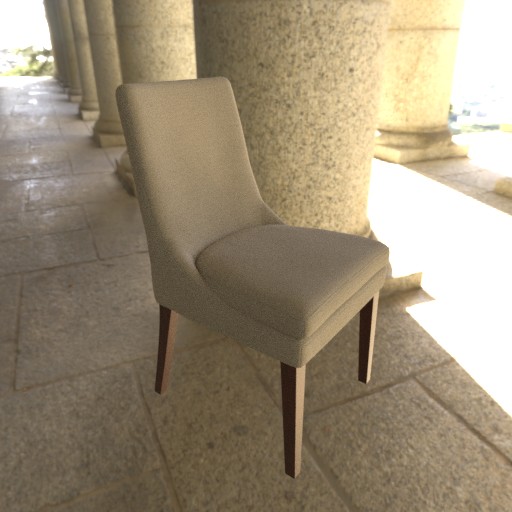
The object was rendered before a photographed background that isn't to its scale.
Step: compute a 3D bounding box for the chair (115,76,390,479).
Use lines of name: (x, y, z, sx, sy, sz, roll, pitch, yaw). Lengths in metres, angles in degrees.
chair: (0.000, 0.000, 1.297, 0.638, 0.940, 0.515, 18, 31, 33)
